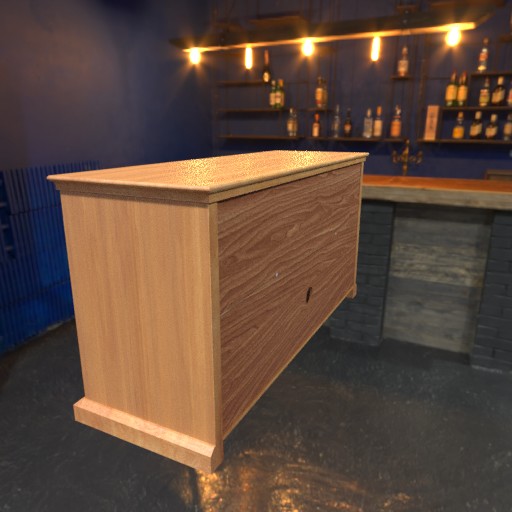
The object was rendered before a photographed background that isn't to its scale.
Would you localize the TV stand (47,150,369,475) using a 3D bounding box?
[{"bbox_3d":[0.000,0.000,1.442,0.417,0.607,1.181,8,18,26],"label":"TV stand"}]
